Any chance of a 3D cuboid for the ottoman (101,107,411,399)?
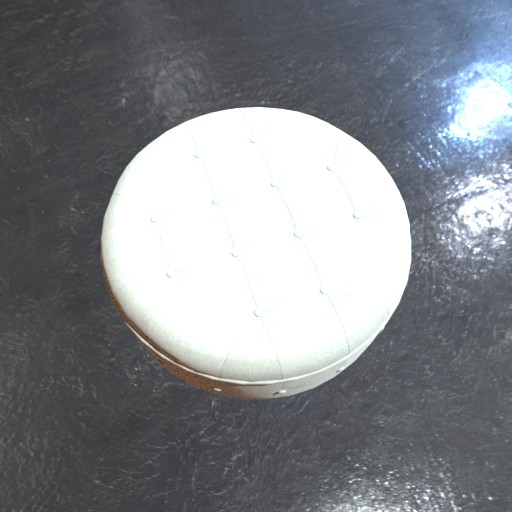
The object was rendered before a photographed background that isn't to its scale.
[{"bbox_3d":[0.000,0.000,1.371,0.850,0.483,0.850,0,62,0],"label":"ottoman"}]
